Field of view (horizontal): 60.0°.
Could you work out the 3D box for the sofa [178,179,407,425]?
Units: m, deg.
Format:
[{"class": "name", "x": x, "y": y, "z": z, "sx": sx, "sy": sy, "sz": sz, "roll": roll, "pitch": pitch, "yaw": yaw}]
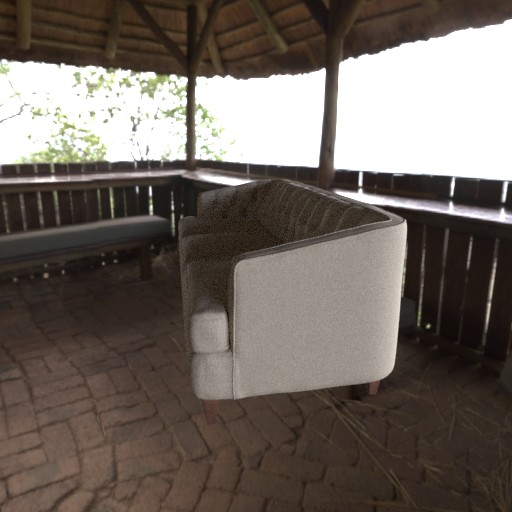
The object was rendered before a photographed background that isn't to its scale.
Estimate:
[{"class": "sofa", "x": 0.000, "y": 0.000, "z": 2.710, "sx": 0.913, "sy": 0.788, "sz": 2.235, "roll": -3, "pitch": 15, "yaw": -10}]
